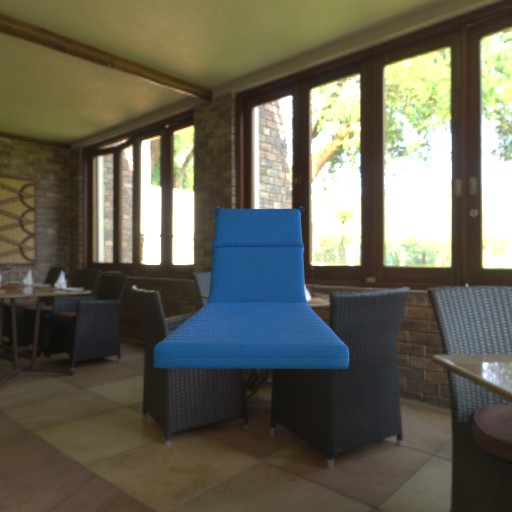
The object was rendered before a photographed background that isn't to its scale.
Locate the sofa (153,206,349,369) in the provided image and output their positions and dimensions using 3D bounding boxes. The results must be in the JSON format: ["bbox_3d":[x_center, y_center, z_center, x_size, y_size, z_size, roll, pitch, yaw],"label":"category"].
[{"bbox_3d":[0.000,0.000,1.982,0.582,0.622,1.663,0,0,1],"label":"sofa"}]
